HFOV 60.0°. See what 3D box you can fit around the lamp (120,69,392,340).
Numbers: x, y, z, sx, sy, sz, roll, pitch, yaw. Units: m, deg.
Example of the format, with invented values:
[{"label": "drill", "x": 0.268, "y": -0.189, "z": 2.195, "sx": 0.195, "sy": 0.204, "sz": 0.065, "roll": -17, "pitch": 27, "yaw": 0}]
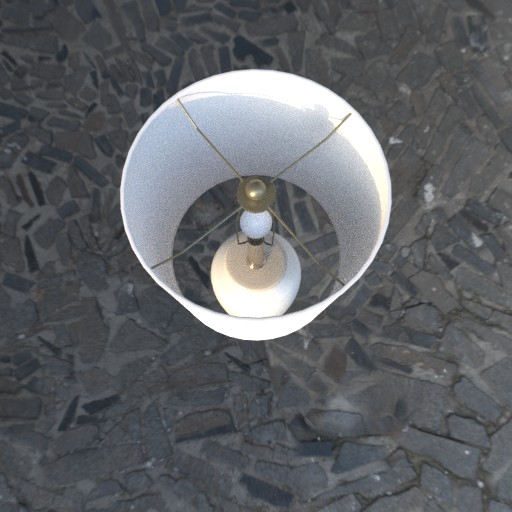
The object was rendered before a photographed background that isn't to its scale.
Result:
[{"label": "lamp", "x": 0.000, "y": 0.000, "z": 0.497, "sx": 0.188, "sy": 0.392, "sz": 0.188, "roll": -1, "pitch": 76, "yaw": 0}]
